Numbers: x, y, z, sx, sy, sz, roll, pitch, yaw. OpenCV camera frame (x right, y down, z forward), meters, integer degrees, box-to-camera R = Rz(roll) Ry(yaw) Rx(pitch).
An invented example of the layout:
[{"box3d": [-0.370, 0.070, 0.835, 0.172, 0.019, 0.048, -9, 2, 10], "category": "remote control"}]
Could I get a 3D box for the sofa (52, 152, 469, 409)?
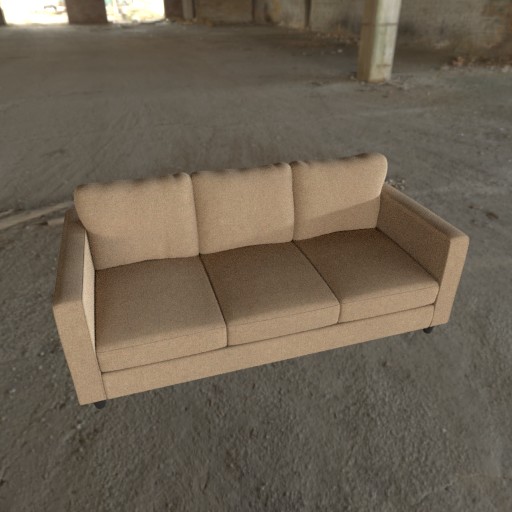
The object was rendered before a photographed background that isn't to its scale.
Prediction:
[{"box3d": [0.000, 0.000, 2.324, 1.855, 0.800, 0.930, -9, 32, -15], "category": "sofa"}]
